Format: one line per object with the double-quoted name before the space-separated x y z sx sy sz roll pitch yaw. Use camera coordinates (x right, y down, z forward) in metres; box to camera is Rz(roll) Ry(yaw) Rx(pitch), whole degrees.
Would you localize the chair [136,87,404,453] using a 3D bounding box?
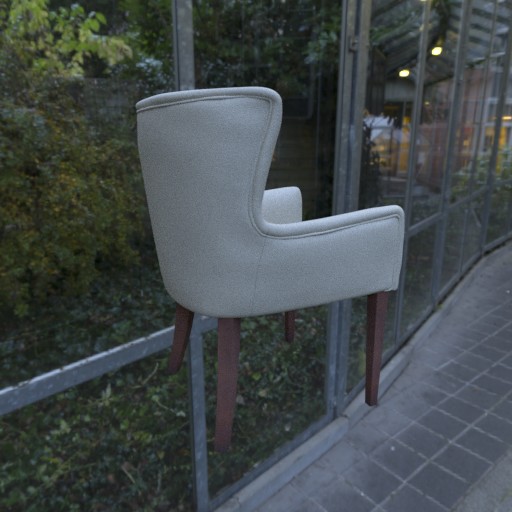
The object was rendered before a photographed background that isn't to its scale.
"chair" 0.000 0.000 1.419 0.686 0.952 0.660 -7 16 -26
